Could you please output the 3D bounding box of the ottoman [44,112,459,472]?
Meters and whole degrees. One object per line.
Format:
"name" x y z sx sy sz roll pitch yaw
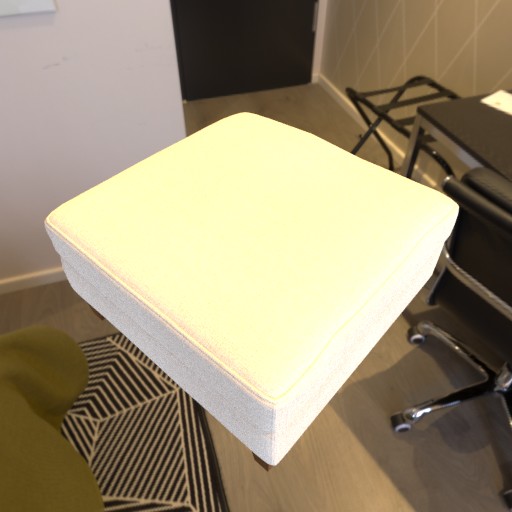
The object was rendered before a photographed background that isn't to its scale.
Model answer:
"ottoman" 0.000 0.000 1.338 0.838 0.478 0.838 32 53 28
